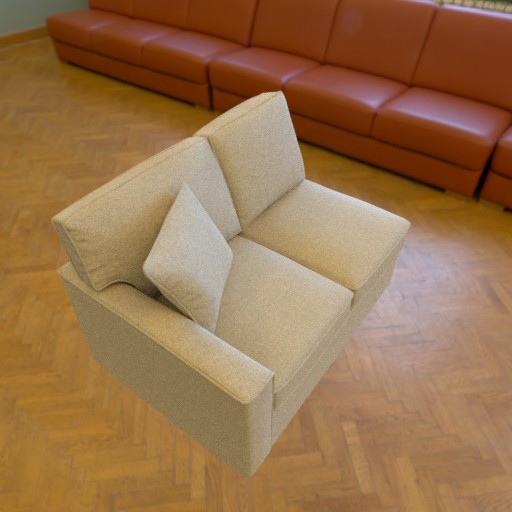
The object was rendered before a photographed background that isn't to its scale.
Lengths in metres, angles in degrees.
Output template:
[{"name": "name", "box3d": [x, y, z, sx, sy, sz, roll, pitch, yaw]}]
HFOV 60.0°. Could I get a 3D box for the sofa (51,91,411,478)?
[{"name": "sofa", "box3d": [0.000, 0.000, 2.057, 0.991, 0.989, 1.388, 26, 48, 26]}]
